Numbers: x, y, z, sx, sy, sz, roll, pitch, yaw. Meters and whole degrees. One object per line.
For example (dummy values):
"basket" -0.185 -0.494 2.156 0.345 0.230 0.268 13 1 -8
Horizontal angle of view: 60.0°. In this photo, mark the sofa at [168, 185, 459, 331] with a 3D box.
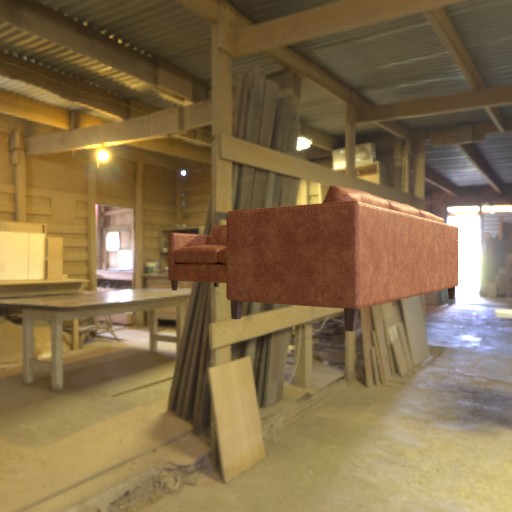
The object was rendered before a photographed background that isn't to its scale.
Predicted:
"sofa" 0.000 0.000 4.266 3.167 0.838 2.438 0 0 36
